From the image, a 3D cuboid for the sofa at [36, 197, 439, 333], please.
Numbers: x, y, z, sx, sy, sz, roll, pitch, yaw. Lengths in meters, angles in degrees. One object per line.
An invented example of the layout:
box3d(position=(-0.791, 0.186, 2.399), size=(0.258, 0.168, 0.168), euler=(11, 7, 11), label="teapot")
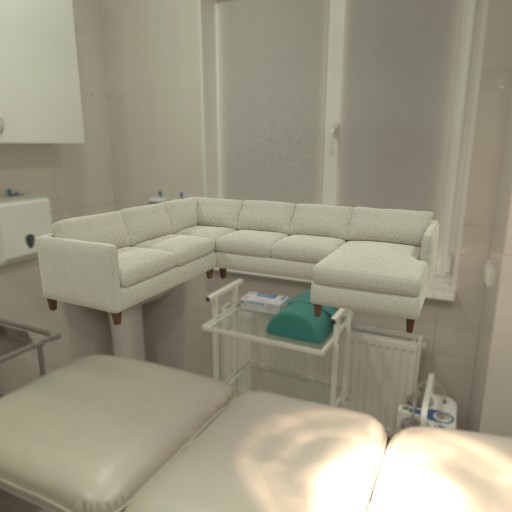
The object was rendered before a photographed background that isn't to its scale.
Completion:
box3d(position=(0.000, 0.000, 4.451), size=(3.238, 0.853, 2.551), euler=(7, 16, 25), label="sofa")
